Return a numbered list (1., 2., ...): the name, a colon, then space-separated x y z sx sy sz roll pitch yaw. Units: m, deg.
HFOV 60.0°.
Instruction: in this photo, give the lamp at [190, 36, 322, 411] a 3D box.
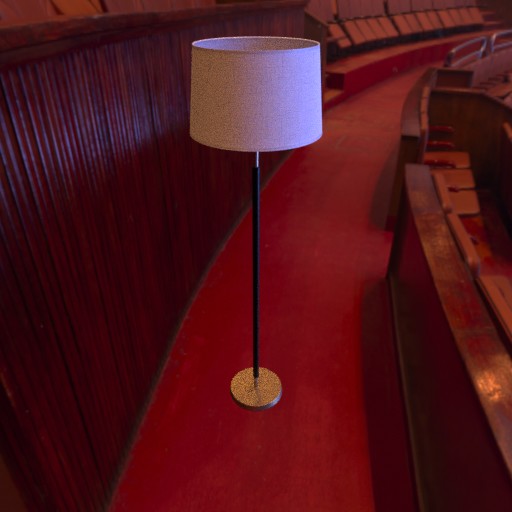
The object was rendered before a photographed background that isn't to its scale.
1. lamp: 0.000 0.000 1.661 0.420 1.447 0.420 0 31 0
